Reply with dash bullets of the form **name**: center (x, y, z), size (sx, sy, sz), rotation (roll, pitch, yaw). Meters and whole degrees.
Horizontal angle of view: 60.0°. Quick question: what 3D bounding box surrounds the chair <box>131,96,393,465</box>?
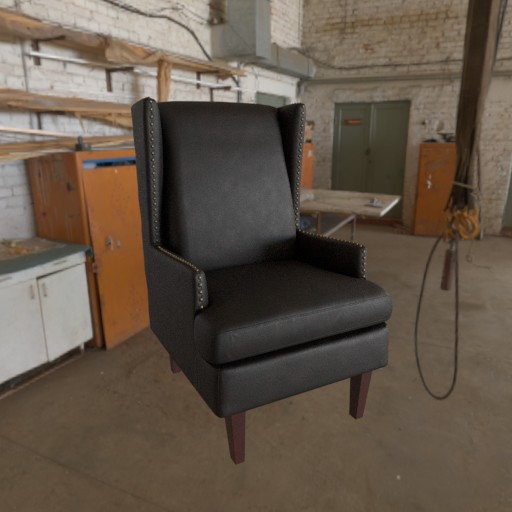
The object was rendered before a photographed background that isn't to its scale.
- **chair**: center (0.000, 0.000, 1.674), size (0.703, 1.142, 0.799), rotation (-8, 17, -27)
